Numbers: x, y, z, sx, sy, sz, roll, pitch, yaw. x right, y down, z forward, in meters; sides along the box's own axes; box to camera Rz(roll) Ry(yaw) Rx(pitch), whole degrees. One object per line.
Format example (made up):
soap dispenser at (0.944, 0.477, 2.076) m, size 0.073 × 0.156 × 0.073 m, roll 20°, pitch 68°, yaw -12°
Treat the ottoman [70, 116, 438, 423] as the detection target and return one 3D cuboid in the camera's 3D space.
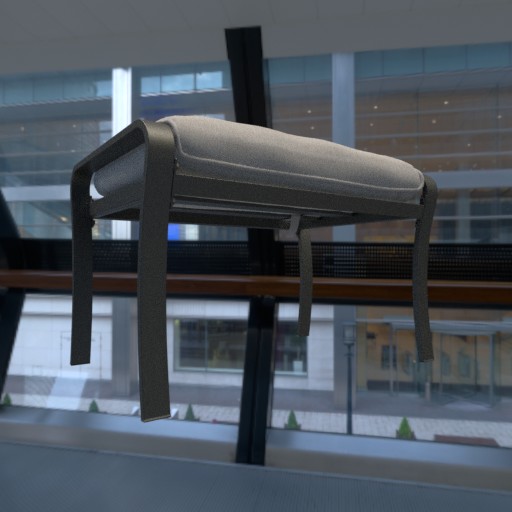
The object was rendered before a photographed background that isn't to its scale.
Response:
ottoman at (0.000, 0.000, 0.879) m, size 0.610 × 0.422 × 0.406 m, roll 1°, pitch -1°, yaw -35°
